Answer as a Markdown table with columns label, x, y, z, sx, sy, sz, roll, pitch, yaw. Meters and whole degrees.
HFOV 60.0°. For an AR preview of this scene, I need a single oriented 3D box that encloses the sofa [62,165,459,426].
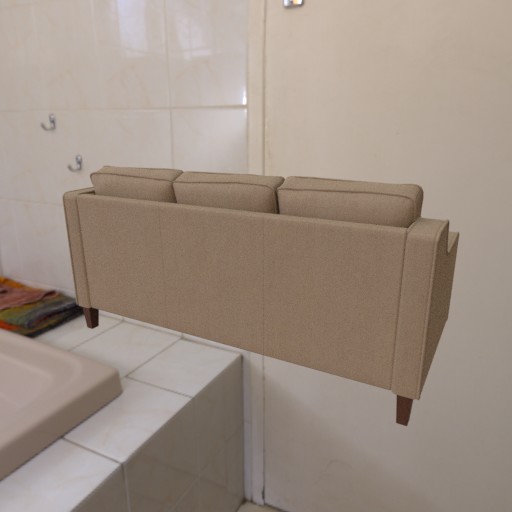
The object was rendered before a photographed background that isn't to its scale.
| label | x | y | z | sx | sy | sz | roll | pitch | yaw |
| --- | --- | --- | --- | --- | --- | --- | --- | --- | --- |
| sofa | 0.000 | 0.000 | 2.489 | 1.986 | 0.974 | 0.911 | 9 | 19 | 28 |
